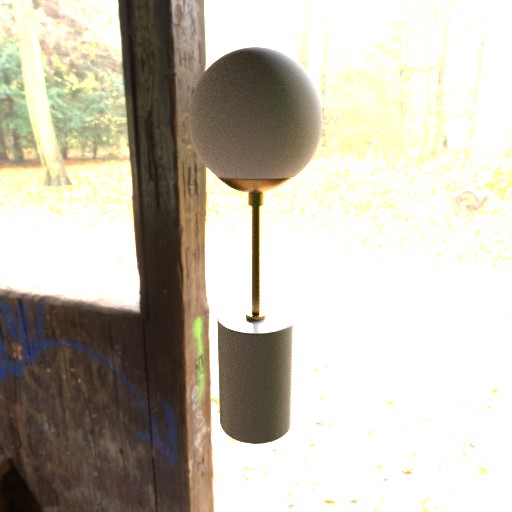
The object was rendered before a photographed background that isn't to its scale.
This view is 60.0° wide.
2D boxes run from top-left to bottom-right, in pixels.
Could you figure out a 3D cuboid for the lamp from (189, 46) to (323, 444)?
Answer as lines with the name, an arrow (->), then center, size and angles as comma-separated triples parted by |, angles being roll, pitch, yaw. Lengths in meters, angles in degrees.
lamp -> 0.000, 0.000, 0.557 | 0.153, 0.480, 0.153 | 0, 16, 0
